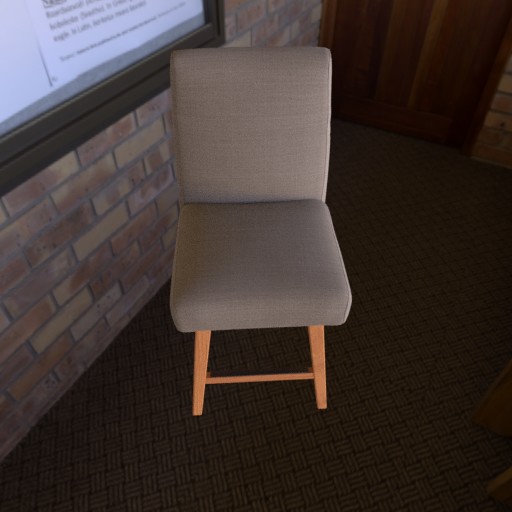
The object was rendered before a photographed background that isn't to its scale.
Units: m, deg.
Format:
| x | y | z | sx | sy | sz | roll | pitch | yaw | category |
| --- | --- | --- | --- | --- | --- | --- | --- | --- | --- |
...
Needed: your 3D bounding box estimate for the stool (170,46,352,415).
| x | y | z | sx | sy | sz | roll | pitch | yaw | category |
| --- | --- | --- | --- | --- | --- | --- | --- | --- | --- |
| 0.000 | 0.000 | 1.325 | 0.459 | 1.019 | 0.570 | -2 | 46 | -2 | stool |
